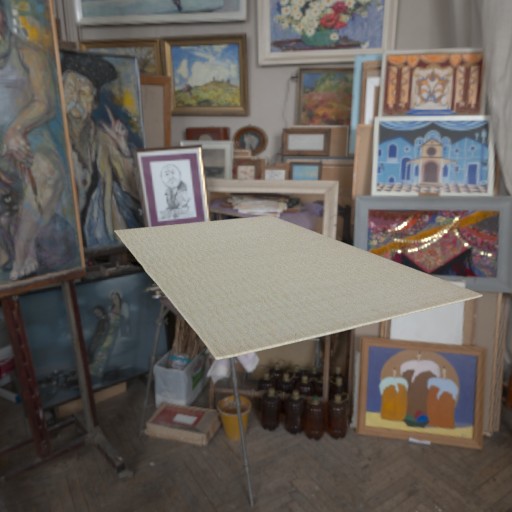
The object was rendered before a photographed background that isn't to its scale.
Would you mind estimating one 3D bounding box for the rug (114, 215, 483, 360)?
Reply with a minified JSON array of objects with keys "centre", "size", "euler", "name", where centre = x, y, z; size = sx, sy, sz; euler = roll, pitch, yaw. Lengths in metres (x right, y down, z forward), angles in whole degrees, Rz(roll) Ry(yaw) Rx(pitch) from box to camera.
[{"centre":[0.000,0.000,3.085],"size":[1.531,0.014,2.441],"euler":[-8,18,-25],"name":"rug"}]
